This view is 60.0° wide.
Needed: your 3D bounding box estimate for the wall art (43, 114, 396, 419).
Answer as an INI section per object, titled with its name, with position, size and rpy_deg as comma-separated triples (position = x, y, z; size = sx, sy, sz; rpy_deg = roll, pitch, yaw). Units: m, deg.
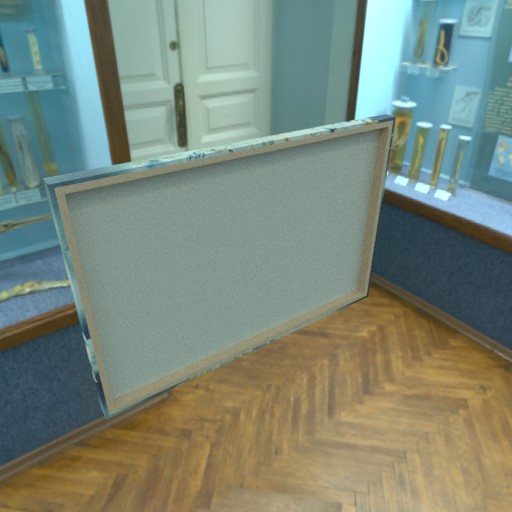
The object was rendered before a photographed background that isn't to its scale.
[wall art]
position = 0.000, 0.000, 1.168
size = 0.912, 0.608, 0.038
rpy_deg = -19, 35, -29
